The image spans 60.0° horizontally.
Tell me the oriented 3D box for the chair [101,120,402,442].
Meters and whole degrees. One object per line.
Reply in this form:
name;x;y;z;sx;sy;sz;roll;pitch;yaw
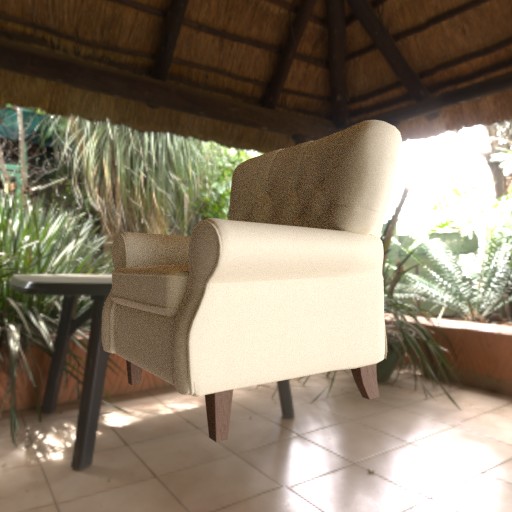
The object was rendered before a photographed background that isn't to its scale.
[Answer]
chair;0.000;0.000;1.970;1.132;1.169;1.035;0;-1;-35
